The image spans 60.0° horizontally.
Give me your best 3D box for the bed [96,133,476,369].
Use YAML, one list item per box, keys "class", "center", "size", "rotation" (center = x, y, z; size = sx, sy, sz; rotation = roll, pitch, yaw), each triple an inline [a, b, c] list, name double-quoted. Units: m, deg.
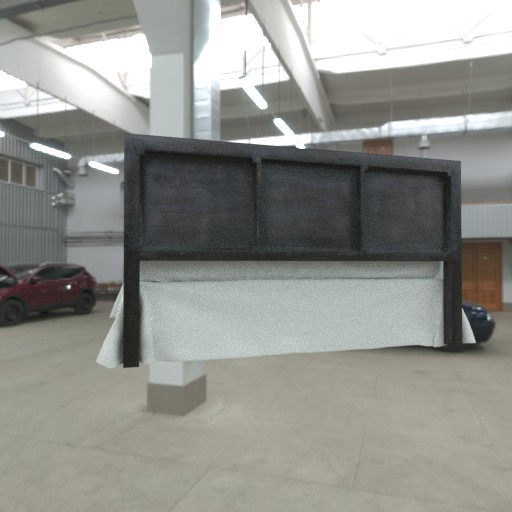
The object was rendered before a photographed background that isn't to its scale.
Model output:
- class: "bed"
  center: [0.000, 0.000, 3.467]
  size: [2.255, 1.158, 2.165]
  rotation: [0, -1, -17]
